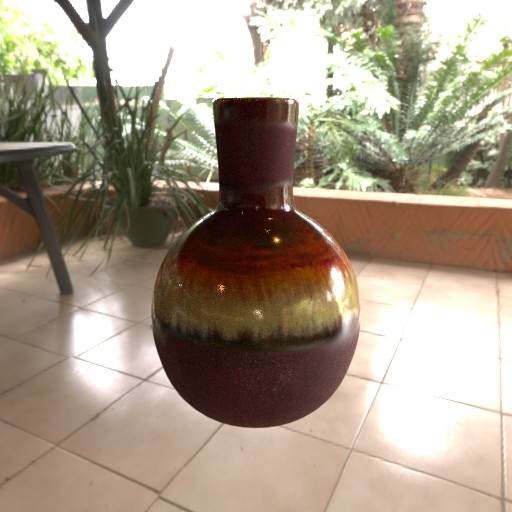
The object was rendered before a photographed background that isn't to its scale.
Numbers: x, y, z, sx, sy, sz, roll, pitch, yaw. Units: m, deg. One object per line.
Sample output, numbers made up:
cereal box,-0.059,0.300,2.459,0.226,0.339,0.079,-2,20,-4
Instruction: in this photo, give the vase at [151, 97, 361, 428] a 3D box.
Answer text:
vase,0.000,0.000,0.232,0.111,0.154,0.111,0,16,0
